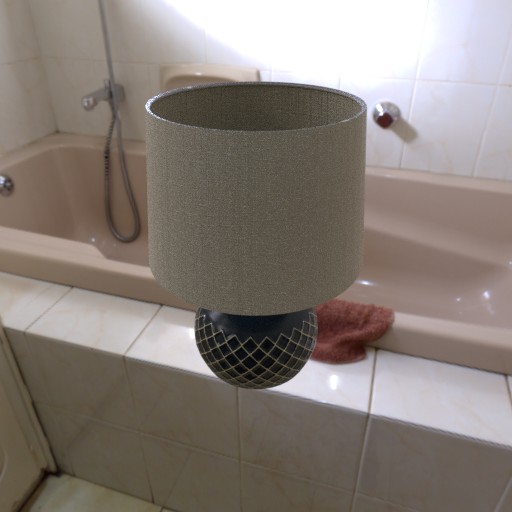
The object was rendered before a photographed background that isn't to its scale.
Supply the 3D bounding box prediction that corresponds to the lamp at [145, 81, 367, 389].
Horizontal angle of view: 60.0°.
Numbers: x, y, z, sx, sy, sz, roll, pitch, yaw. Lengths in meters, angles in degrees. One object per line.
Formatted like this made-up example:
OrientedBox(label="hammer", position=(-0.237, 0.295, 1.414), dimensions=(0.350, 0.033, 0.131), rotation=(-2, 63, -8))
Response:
OrientedBox(label="lamp", position=(0.000, 0.000, 0.801), dimensions=(0.376, 0.540, 0.376), rotation=(0, 31, 0))
